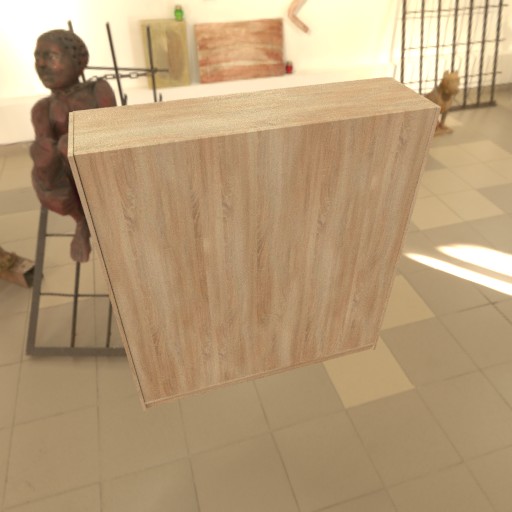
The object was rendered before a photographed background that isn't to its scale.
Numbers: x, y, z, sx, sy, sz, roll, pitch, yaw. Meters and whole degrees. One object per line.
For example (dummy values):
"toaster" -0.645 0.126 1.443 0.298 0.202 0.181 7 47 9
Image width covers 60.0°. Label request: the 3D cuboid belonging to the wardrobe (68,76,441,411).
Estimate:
"wardrobe" 0.000 0.000 3.175 1.998 2.159 0.598 -11 41 -13
